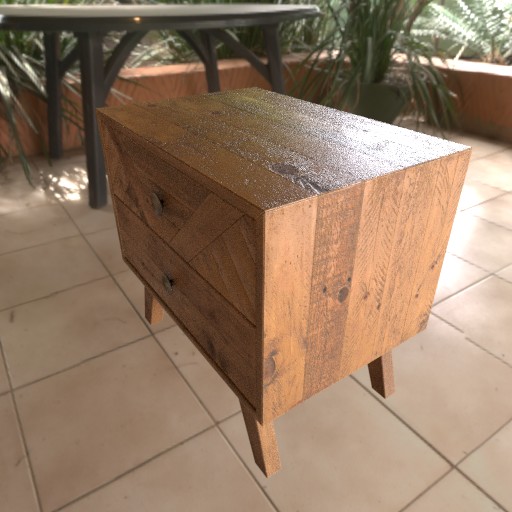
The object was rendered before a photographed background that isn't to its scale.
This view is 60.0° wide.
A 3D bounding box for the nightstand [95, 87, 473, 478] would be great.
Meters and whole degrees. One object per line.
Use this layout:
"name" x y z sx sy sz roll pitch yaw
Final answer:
"nightstand" 0.000 0.000 1.026 0.450 0.599 0.650 -20 37 -29
